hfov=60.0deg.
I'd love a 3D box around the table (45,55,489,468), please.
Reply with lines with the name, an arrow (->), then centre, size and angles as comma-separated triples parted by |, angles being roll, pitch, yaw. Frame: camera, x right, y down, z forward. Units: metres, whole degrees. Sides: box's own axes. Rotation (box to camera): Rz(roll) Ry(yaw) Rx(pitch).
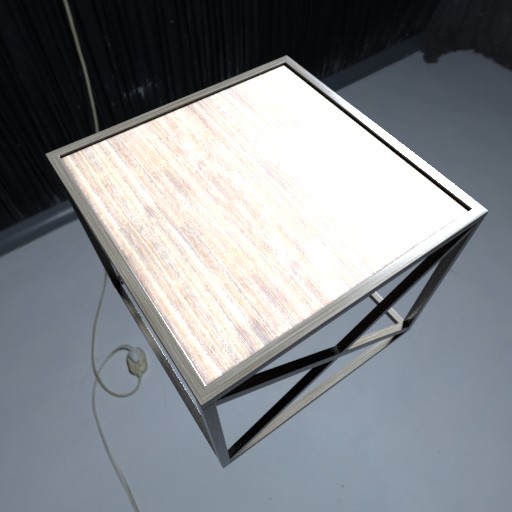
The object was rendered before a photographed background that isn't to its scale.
table -> 0.000, 0.000, 1.058 | 0.611, 0.507, 0.609 | -30, 61, -19
